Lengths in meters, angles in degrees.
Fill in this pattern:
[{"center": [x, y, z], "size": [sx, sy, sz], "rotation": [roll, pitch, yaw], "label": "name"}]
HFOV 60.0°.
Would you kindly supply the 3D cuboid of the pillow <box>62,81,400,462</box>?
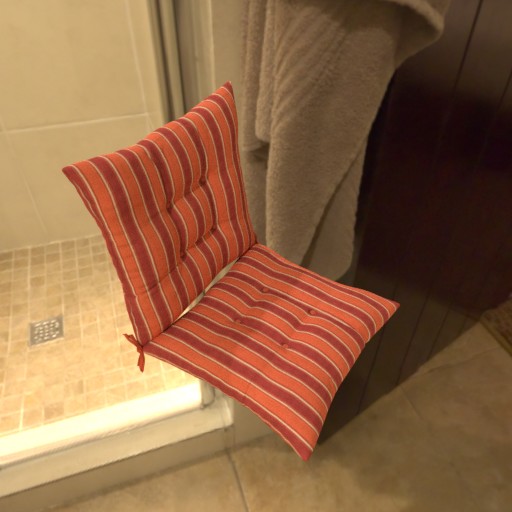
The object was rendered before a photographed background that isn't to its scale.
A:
[{"center": [0.000, 0.000, 1.003], "size": [0.585, 0.536, 0.541], "rotation": [24, 47, 25], "label": "pillow"}]
